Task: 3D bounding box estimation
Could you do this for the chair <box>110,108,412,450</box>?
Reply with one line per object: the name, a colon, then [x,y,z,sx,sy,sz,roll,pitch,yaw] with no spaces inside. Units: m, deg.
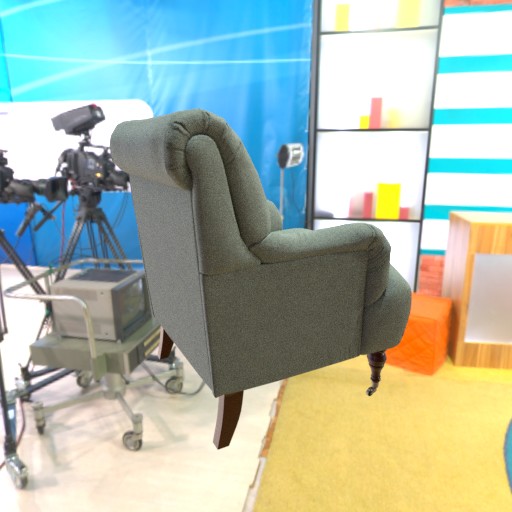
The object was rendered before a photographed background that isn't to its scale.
chair: [0.000,0.000,1.974,1.060,1.178,0.964,-7,16,-26]
